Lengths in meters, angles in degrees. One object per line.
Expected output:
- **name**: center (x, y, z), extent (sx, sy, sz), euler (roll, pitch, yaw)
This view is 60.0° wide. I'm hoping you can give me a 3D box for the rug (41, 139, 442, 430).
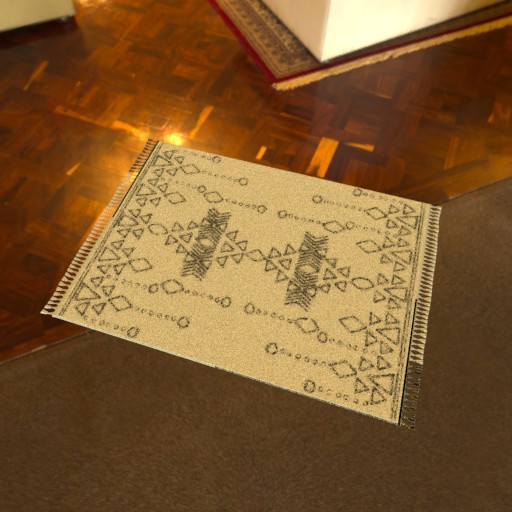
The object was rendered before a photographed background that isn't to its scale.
- **rug**: center (0.000, 0.000, 2.983), extent (2.312, 0.013, 1.600), euler (15, 60, 9)
